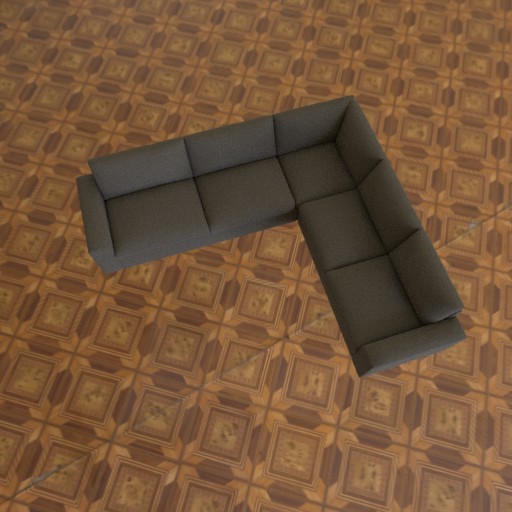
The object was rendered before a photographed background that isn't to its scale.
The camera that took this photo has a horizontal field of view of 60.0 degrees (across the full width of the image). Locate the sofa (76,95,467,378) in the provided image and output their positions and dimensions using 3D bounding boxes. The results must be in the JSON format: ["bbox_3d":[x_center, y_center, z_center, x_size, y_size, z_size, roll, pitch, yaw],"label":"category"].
[{"bbox_3d":[0.000,0.000,4.638,3.277,0.965,2.895,-16,67,-7],"label":"sofa"}]
